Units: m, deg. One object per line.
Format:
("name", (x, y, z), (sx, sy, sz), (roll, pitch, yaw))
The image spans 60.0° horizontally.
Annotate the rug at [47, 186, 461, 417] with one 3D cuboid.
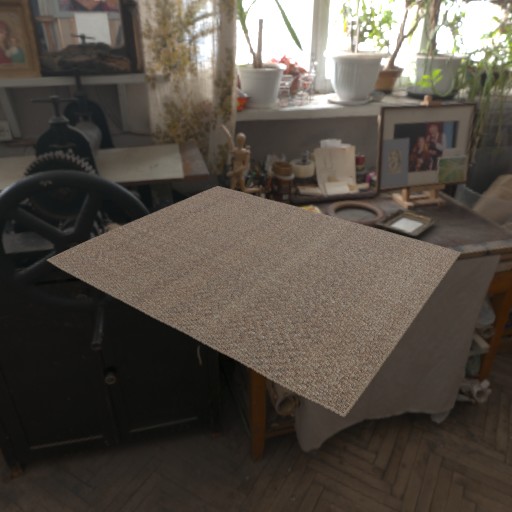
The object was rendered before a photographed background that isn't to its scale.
("rug", (0.000, 0.000, 4.127), (3.048, 0.013, 2.439), (20, 35, 31))
